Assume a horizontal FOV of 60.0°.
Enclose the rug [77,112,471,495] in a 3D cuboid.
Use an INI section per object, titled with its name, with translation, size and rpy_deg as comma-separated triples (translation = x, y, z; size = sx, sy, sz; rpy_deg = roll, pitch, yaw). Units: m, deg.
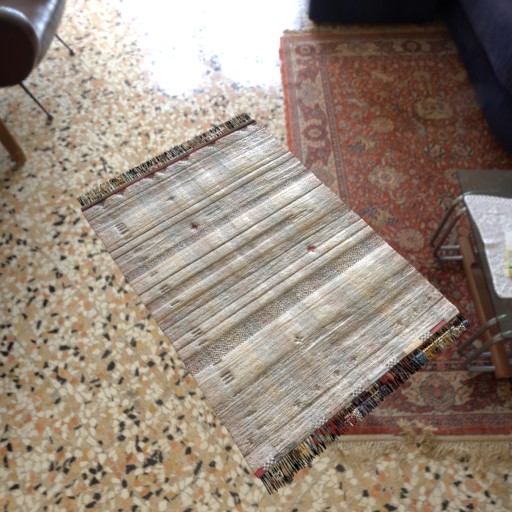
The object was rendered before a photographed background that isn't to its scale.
[rug]
translation = 0.000, 0.000, 2.289
size = 1.217, 0.012, 1.848
rpy_deg = -32, 64, -18
